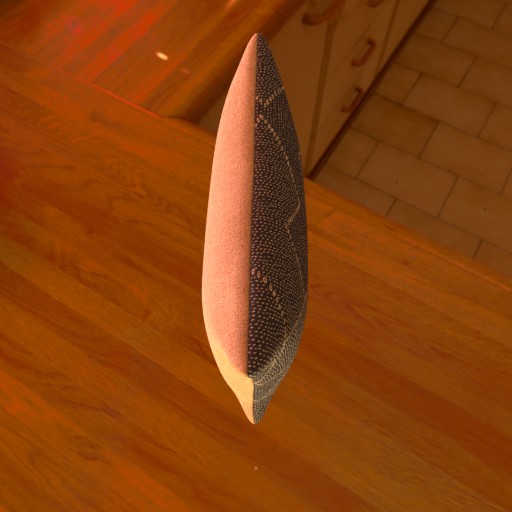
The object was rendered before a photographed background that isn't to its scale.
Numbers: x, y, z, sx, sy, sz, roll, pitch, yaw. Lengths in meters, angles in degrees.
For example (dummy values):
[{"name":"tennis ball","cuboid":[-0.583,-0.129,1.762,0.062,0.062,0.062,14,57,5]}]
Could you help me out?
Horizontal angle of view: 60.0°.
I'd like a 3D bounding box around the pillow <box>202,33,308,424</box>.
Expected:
[{"name":"pillow","cuboid":[0.000,0.000,0.660,0.148,0.428,0.435,1,64,1]}]
